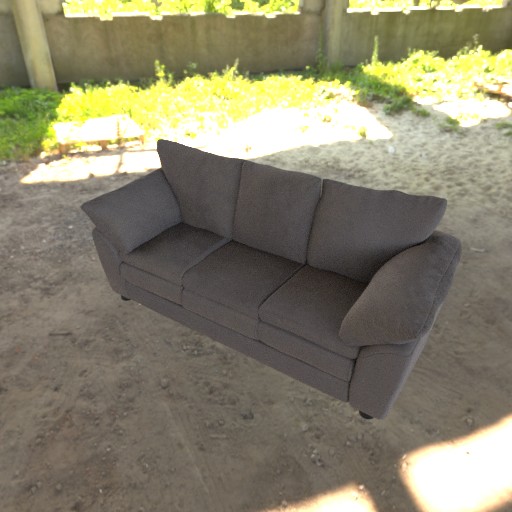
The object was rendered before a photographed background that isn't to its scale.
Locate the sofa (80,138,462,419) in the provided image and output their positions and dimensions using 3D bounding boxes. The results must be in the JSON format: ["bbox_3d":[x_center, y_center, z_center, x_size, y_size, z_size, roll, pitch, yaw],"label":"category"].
[{"bbox_3d":[0.000,0.000,2.863,2.336,1.073,0.878,19,35,29],"label":"sofa"}]
